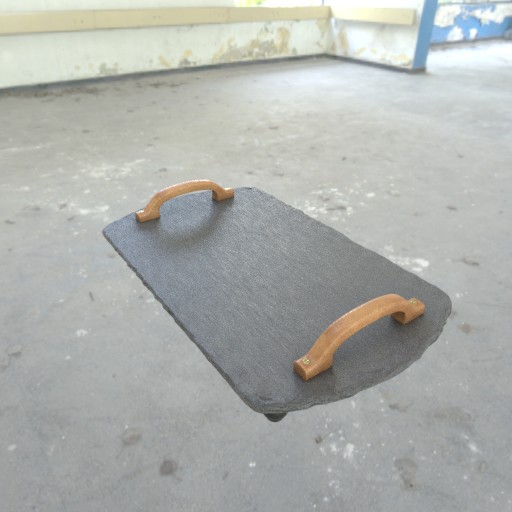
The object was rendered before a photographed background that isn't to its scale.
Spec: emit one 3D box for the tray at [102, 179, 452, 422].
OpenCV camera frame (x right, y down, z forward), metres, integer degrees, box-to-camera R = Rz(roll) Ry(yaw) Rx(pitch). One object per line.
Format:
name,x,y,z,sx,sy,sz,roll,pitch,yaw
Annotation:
tray,0.000,0.000,0.469,0.231,0.062,0.387,-20,37,-29
